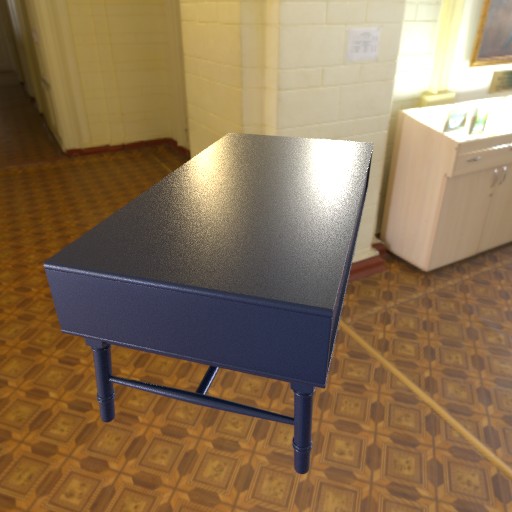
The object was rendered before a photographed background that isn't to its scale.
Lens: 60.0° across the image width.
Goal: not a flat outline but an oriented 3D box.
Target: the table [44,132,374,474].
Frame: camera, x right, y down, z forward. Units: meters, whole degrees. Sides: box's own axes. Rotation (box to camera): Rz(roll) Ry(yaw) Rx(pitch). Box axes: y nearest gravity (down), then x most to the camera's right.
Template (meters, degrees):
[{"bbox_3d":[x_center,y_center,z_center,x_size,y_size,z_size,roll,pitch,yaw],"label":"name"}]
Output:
[{"bbox_3d":[0.000,0.000,1.334,0.572,0.457,1.067,8,30,14],"label":"table"}]
